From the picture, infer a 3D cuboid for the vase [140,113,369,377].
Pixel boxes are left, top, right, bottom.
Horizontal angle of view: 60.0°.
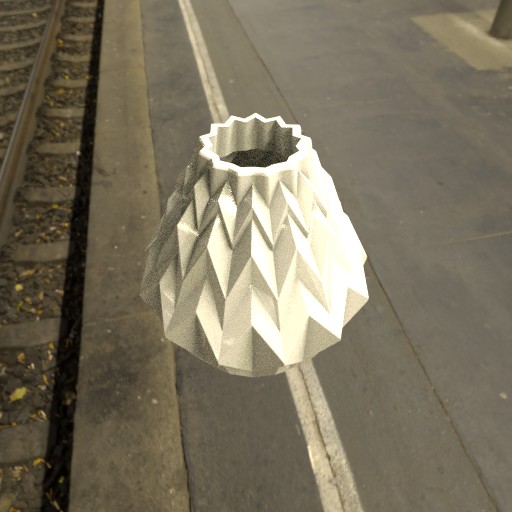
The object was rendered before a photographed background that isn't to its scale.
[{"bbox_3d":[0.000,0.000,0.313,0.164,0.185,0.164,0,46,0],"label":"vase"}]
